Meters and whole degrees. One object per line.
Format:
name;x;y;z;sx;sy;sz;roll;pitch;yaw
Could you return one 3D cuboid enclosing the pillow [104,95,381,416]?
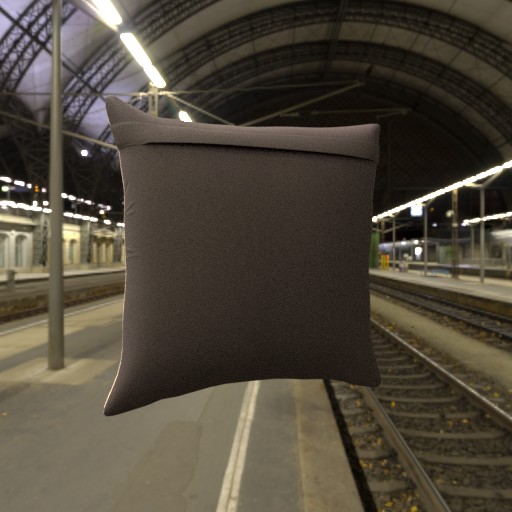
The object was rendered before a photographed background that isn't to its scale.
pillow;0.000;0.000;0.623;0.405;0.406;0.173;0;0;-18
